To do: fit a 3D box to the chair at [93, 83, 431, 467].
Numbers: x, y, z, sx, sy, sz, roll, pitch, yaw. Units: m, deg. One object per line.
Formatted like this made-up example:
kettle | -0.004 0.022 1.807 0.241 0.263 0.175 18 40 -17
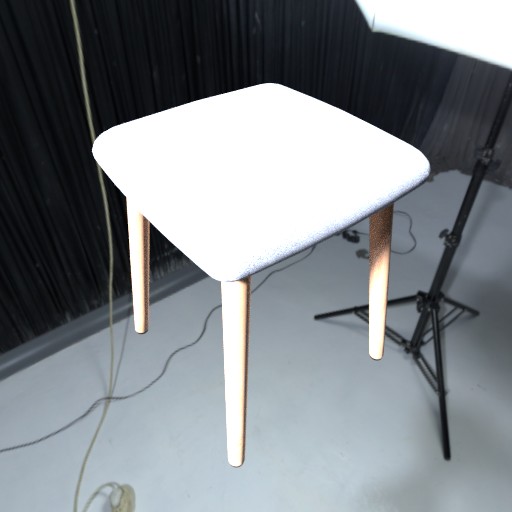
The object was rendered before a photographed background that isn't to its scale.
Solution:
chair | 0.000 0.000 0.708 0.350 0.440 0.350 -27 48 -27
